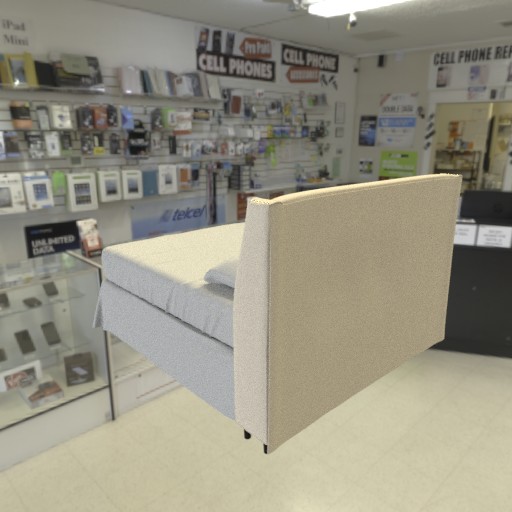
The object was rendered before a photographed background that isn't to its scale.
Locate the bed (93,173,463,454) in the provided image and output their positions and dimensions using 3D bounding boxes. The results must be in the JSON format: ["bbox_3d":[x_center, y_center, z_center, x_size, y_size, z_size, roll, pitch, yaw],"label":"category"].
[{"bbox_3d":[0.000,0.000,3.472,1.925,1.332,2.276,-14,21,-40],"label":"bed"}]
